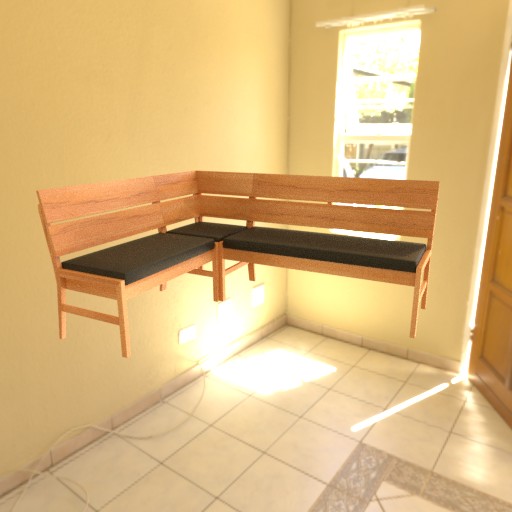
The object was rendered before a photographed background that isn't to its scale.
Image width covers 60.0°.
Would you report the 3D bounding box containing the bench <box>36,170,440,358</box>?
[{"bbox_3d":[0.000,0.000,2.807,1.948,0.890,1.548,8,17,26],"label":"bench"}]
